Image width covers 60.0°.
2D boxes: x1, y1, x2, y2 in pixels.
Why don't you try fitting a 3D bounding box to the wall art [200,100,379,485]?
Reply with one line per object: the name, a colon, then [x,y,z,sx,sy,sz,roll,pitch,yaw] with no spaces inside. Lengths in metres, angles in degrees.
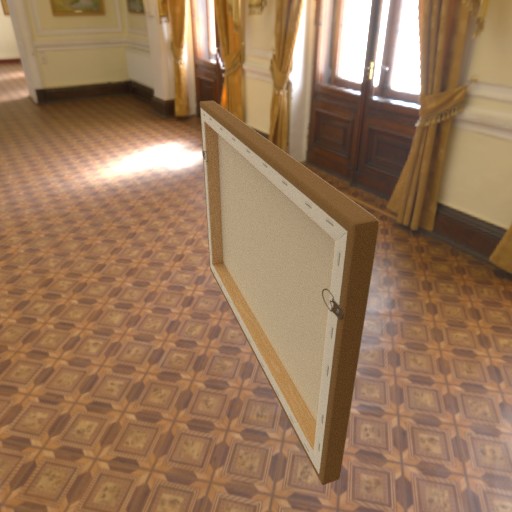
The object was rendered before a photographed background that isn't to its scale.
wall art: [0.000,0.000,0.478,0.019,0.254,0.380,-10,32,-17]
